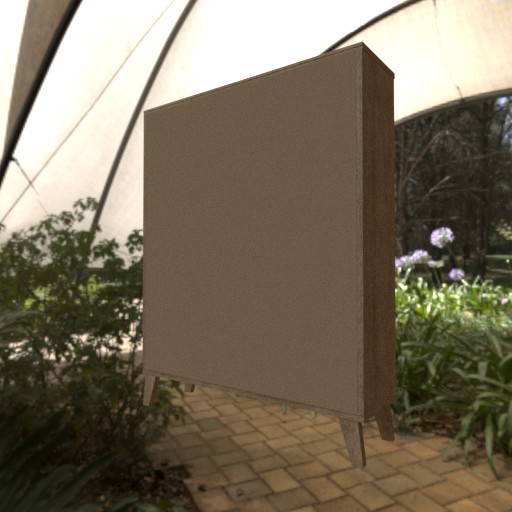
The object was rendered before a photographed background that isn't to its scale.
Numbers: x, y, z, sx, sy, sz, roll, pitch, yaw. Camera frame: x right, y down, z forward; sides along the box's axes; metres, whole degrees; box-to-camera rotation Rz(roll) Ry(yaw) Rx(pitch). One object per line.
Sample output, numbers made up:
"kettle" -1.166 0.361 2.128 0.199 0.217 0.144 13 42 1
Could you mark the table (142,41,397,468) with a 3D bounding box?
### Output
"table" 0.000 0.000 1.548 0.902 1.135 0.256 -1 -1 37
